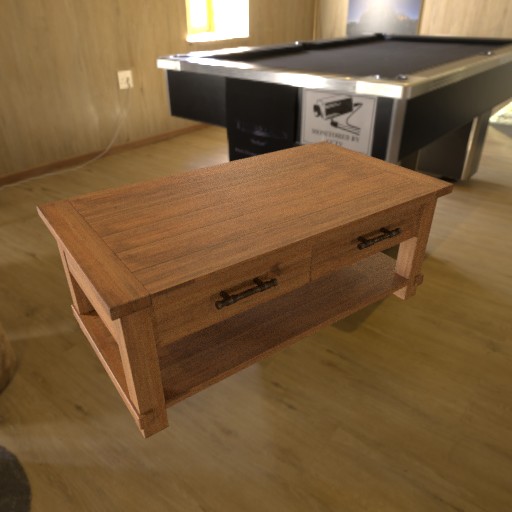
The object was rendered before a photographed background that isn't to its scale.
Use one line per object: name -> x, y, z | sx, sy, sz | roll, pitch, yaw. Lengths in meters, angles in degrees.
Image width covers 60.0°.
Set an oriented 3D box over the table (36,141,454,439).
table -> 0.000, 0.000, 1.642 | 1.270, 0.494, 0.693 | -20, 36, -30
